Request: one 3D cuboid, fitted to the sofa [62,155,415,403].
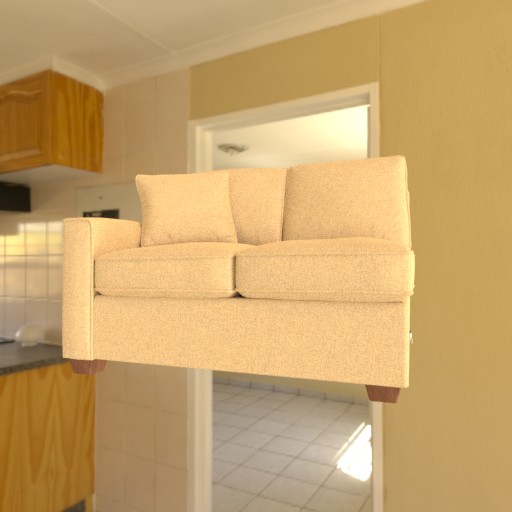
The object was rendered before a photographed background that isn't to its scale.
[{"bbox_3d":[0.000,0.000,2.054,1.388,0.989,0.991,0,-2,19],"label":"sofa"}]
